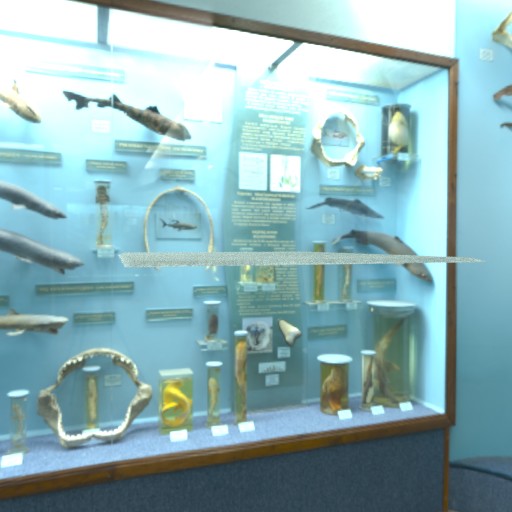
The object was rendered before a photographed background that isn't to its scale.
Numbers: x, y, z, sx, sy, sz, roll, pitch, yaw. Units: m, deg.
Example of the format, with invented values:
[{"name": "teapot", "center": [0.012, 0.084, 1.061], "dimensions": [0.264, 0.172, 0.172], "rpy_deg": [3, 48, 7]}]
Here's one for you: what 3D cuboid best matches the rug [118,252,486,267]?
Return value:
[{"name": "rug", "center": [0.000, 0.000, 3.964], "dimensions": [2.332, 0.027, 2.933], "rpy_deg": [0, 1, -18]}]
